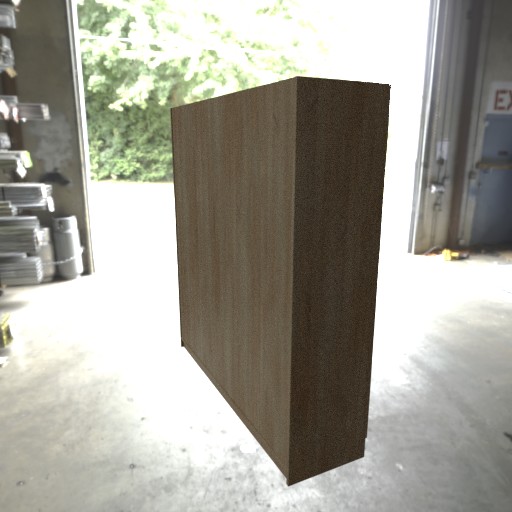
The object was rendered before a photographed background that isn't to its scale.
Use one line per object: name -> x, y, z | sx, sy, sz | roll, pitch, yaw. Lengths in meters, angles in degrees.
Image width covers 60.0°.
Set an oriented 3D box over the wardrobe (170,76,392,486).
wardrobe -> 0.000, 0.000, 3.219 | 0.598, 2.159, 1.998 | -7, 16, -26
